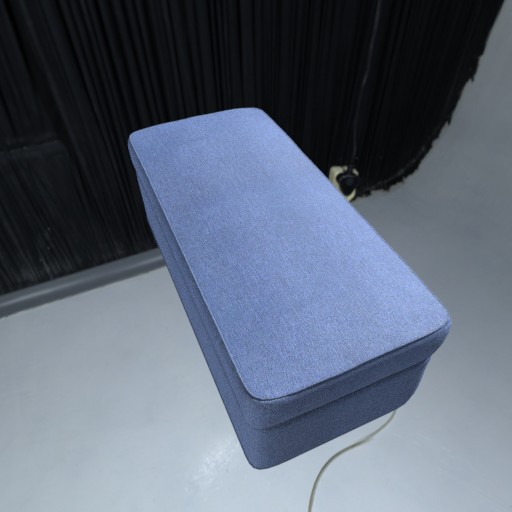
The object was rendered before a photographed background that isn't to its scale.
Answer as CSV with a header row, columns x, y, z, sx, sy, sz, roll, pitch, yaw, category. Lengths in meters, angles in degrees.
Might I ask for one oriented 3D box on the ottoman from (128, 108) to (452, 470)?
x,y,z,sx,sy,sz,roll,pitch,yaw,category
0.000,0.000,1.397,0.515,0.460,1.110,-18,49,-16,ottoman
